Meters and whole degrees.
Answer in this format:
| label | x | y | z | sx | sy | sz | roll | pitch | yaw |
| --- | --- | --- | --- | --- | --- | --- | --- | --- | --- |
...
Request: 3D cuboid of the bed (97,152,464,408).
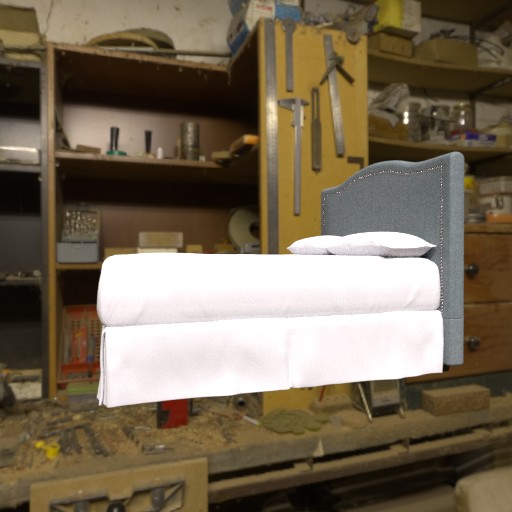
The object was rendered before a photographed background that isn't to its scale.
| label | x | y | z | sx | sy | sz | roll | pitch | yaw |
| --- | --- | --- | --- | --- | --- | --- | --- | --- | --- |
| bed | 0.000 | 0.000 | 3.211 | 2.143 | 1.460 | 1.753 | 0 | 1 | -18 |
